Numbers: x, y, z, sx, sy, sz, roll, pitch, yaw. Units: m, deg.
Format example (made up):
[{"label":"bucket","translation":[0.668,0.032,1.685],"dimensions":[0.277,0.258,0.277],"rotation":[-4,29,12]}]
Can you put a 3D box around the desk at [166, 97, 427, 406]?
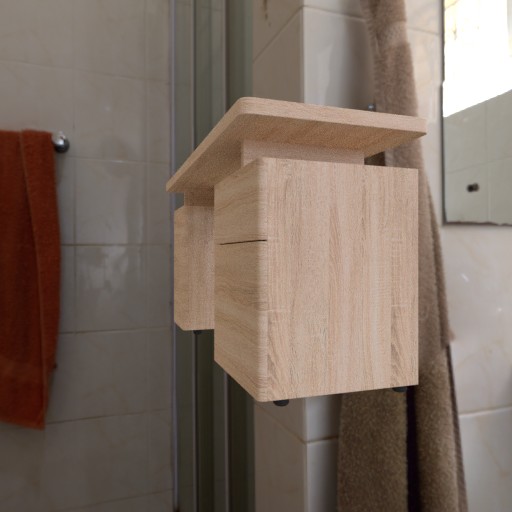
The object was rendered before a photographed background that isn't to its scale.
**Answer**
[{"label":"desk","translation":[0.000,0.000,1.801],"dimensions":[0.550,0.760,1.400],"rotation":[0,0,-19]}]
